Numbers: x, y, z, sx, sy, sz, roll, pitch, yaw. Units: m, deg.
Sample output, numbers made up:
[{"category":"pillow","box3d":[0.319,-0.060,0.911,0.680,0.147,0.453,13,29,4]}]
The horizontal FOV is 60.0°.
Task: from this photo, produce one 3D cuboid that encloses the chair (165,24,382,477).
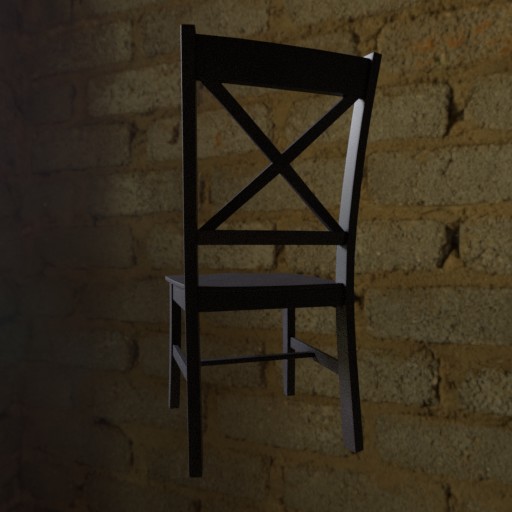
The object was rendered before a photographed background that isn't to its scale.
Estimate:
[{"category":"chair","box3d":[0.000,0.000,1.245,0.485,0.983,0.542,0,1,-18]}]
